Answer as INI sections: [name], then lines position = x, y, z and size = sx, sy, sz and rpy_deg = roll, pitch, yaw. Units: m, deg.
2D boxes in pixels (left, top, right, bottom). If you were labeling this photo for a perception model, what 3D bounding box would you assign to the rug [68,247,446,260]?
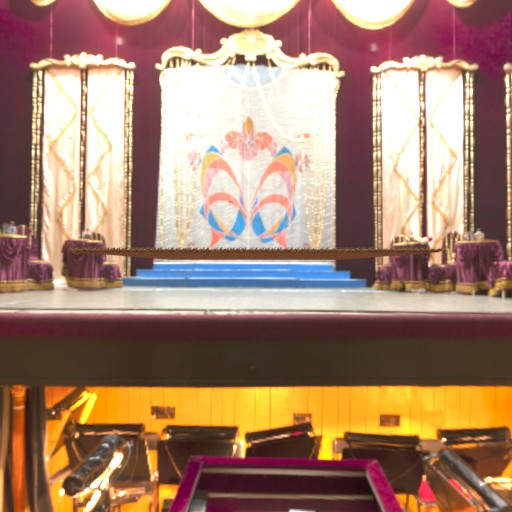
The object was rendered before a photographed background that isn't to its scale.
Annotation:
[rug]
position = 0.000, 0.000, 2.307
size = 1.223, 0.015, 1.771
rpy_deg = 0, -1, -1
